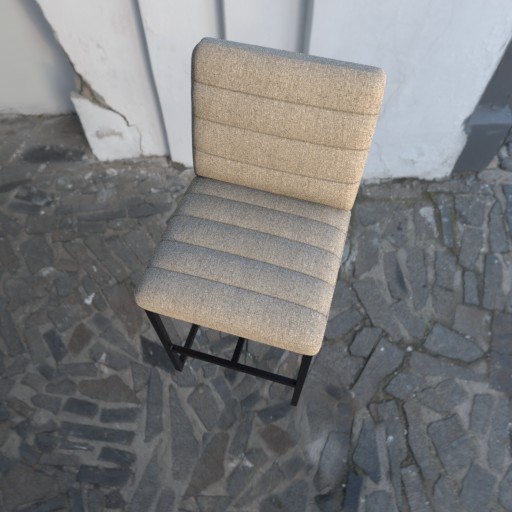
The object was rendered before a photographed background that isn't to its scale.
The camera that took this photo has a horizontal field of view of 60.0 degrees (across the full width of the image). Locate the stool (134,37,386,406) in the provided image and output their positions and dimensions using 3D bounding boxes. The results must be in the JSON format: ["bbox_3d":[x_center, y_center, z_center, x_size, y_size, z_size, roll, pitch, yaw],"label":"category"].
[{"bbox_3d":[0.000,0.000,1.262,0.460,0.940,0.560,14,59,9],"label":"stool"}]
